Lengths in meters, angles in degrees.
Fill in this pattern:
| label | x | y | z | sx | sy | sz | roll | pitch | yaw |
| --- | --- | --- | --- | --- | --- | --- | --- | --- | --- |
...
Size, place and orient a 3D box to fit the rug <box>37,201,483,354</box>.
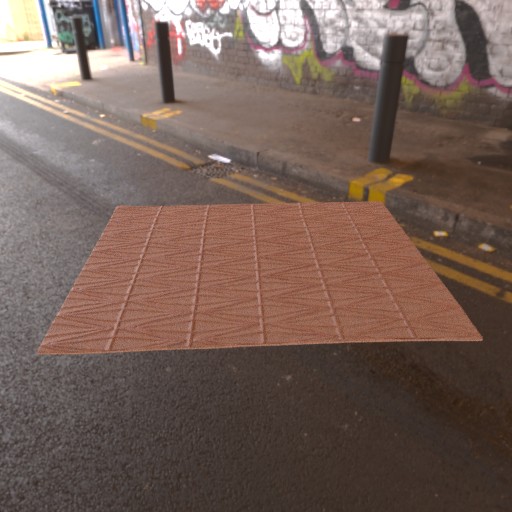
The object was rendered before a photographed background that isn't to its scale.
| label | x | y | z | sx | sy | sz | roll | pitch | yaw |
| --- | --- | --- | --- | --- | --- | --- | --- | --- | --- |
| rug | 0.000 | 0.000 | 4.056 | 3.052 | 0.043 | 2.453 | -1 | 30 | -2 |
